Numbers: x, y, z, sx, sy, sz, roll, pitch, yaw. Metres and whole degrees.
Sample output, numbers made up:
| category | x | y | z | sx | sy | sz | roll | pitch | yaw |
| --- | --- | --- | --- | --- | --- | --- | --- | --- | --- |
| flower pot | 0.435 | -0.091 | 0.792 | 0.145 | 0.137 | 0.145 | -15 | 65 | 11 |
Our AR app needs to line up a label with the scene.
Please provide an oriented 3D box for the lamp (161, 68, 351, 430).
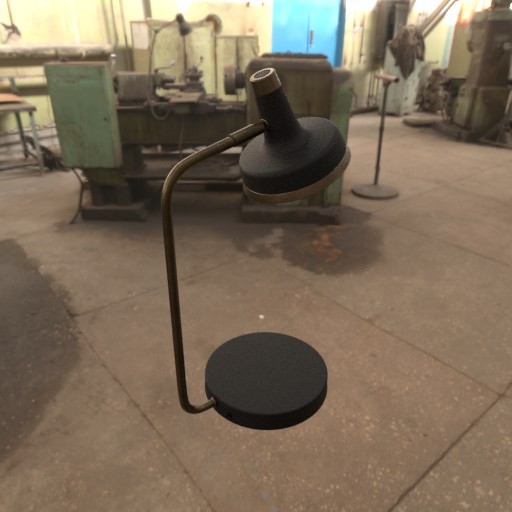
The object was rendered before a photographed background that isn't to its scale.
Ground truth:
| category | x | y | z | sx | sy | sz | roll | pitch | yaw |
| --- | --- | --- | --- | --- | --- | --- | --- | --- | --- |
| lamp | 0.000 | 0.000 | 0.494 | 0.218 | 0.385 | 0.162 | -18 | 32 | -32 |
